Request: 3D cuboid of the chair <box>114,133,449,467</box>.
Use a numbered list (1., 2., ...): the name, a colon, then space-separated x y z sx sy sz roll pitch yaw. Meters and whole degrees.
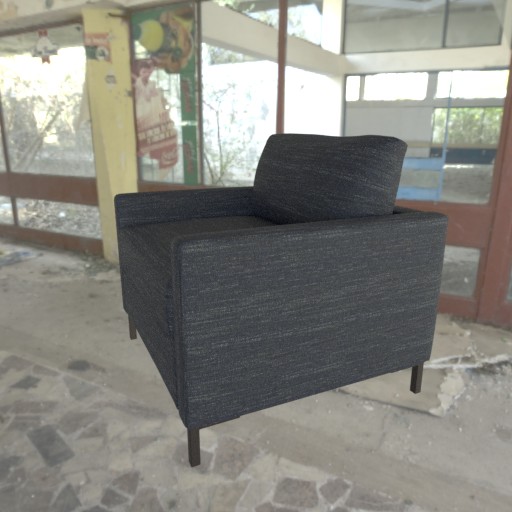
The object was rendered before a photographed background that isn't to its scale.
1. chair: 0.000 0.000 1.612 0.866 0.861 0.963 -7 17 -25
